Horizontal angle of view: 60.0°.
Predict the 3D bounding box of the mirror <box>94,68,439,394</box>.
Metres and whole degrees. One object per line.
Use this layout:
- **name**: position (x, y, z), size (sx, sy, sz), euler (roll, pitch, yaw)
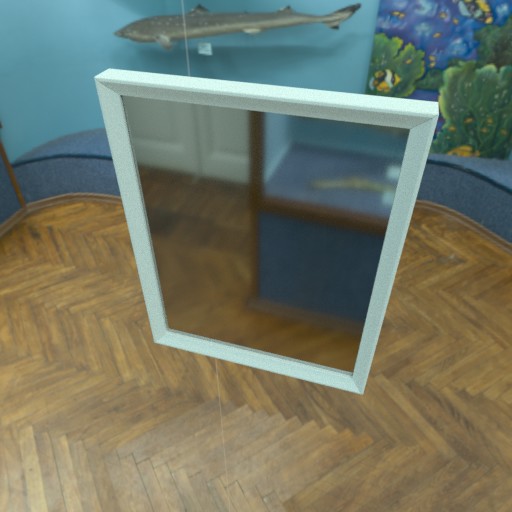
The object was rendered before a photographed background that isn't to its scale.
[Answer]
- **mirror**: position (0.000, 0.000, 0.679), size (0.406, 0.509, 0.041), euler (11, 41, 13)
